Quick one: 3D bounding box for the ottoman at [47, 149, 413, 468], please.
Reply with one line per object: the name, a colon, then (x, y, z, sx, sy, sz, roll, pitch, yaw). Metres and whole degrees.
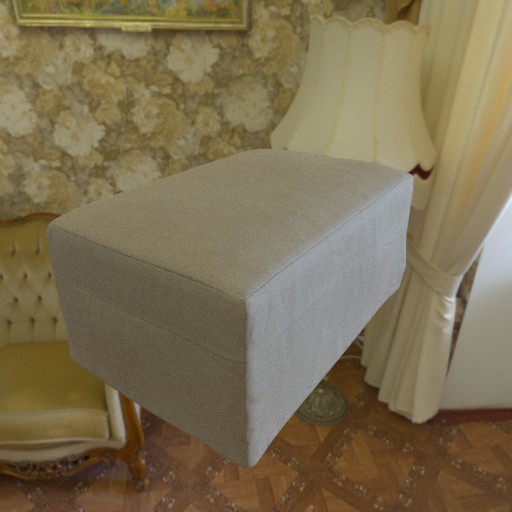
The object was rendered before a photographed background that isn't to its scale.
ottoman: (0.000, 0.000, 1.198, 0.590, 0.444, 0.872, 18, 32, 31)
